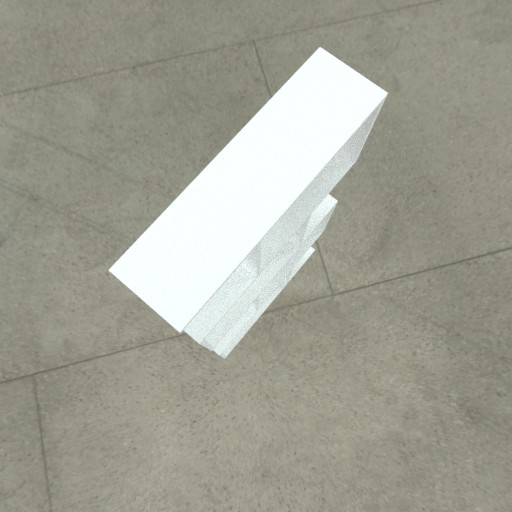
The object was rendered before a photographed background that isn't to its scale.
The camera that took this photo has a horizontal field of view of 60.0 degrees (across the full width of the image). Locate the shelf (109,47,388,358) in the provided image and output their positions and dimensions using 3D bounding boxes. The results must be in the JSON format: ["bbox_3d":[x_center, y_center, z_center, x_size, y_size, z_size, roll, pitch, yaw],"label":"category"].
[{"bbox_3d":[0.000,0.000,2.004,0.250,1.650,0.890,39,78,10],"label":"shelf"}]
